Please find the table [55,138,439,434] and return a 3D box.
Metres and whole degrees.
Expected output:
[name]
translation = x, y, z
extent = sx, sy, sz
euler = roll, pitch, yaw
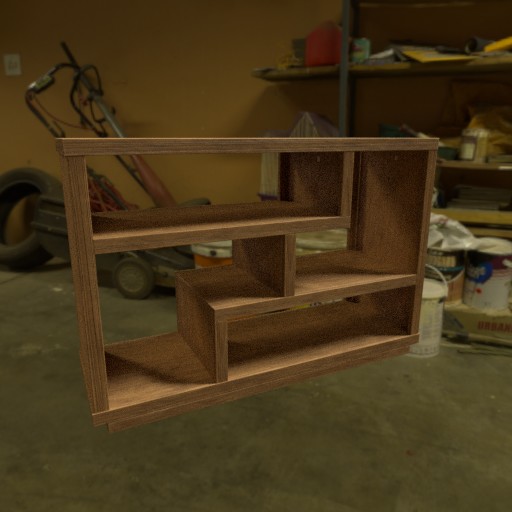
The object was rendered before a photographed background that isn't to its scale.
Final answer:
[table]
translation = 0.000, 0.000, 1.500
extent = 1.151, 0.771, 0.410
euler = -7, 17, -25
